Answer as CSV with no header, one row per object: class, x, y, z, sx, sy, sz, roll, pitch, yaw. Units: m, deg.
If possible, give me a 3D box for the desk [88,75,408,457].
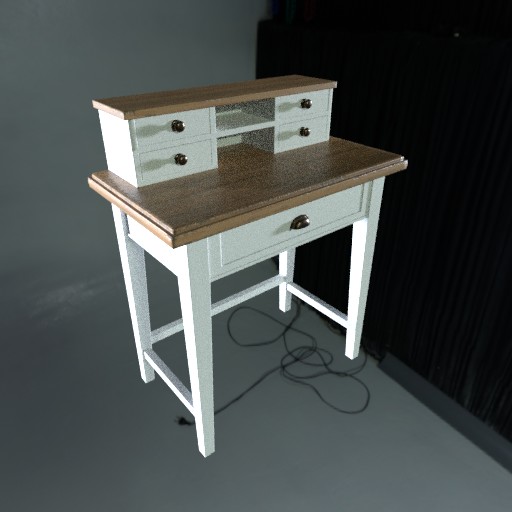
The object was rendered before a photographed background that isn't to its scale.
desk,0.000,0.000,1.425,0.814,0.981,0.462,-22,36,-33
